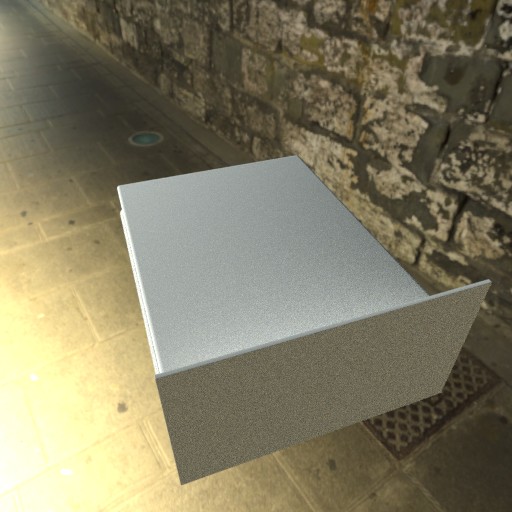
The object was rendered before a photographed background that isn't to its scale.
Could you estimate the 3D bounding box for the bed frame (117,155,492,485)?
[{"bbox_3d":[0.000,0.000,2.603,1.400,0.800,1.900,-13,41,-15],"label":"bed frame"}]
